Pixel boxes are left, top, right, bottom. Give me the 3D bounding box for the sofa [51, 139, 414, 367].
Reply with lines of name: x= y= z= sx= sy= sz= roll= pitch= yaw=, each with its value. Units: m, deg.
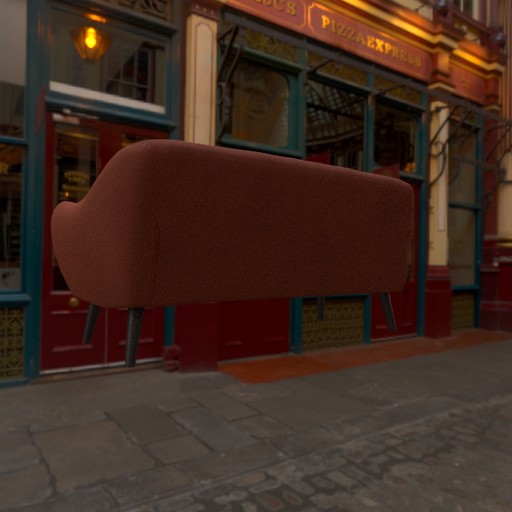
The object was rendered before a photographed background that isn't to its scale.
sofa: x=0.000 y=0.000 z=2.279 sx=1.840 sy=0.836 sz=0.820 roll=1 pitch=-1 yaw=-35
